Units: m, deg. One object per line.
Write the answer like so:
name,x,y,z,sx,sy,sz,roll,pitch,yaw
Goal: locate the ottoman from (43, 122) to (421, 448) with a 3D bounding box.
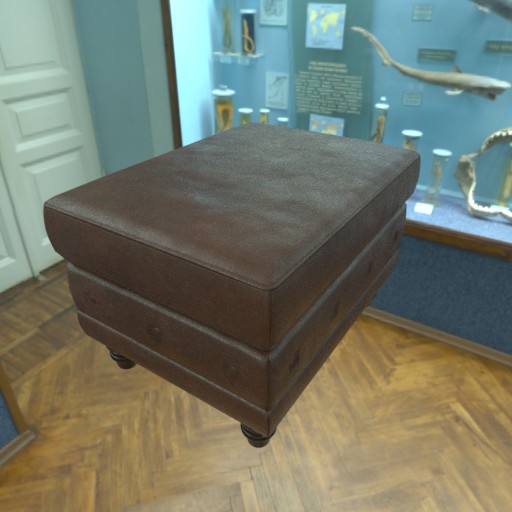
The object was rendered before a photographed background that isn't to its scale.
ottoman,0.000,0.000,1.186,0.588,0.509,0.795,19,36,28
